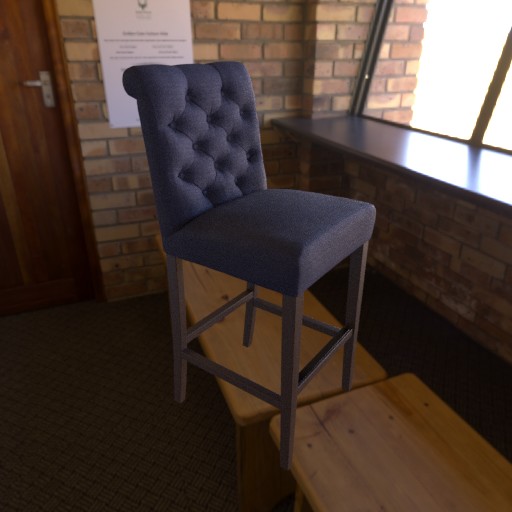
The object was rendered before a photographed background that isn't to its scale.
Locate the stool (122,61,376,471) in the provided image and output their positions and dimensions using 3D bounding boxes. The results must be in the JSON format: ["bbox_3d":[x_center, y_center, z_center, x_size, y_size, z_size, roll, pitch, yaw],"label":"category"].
[{"bbox_3d":[0.000,0.000,1.438,0.601,1.140,0.493,17,31,32],"label":"stool"}]
